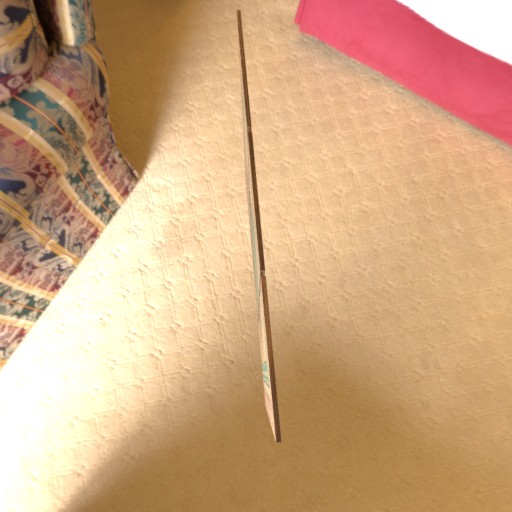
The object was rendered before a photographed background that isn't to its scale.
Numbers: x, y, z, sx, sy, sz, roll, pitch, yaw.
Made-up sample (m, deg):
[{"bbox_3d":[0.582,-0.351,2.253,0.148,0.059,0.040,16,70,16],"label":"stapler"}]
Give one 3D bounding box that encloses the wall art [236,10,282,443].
[{"bbox_3d":[0.000,0.000,1.764,0.013,1.213,1.215,-5,75,-1],"label":"wall art"}]
